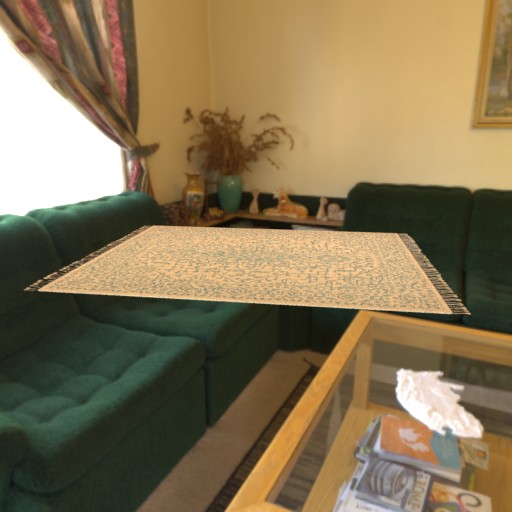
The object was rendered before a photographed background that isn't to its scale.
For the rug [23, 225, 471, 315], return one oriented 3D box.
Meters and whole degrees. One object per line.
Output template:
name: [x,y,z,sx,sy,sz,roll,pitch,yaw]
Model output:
rug: [0.000,0.000,4.362,3.327,0.010,2.464,2,16,8]
